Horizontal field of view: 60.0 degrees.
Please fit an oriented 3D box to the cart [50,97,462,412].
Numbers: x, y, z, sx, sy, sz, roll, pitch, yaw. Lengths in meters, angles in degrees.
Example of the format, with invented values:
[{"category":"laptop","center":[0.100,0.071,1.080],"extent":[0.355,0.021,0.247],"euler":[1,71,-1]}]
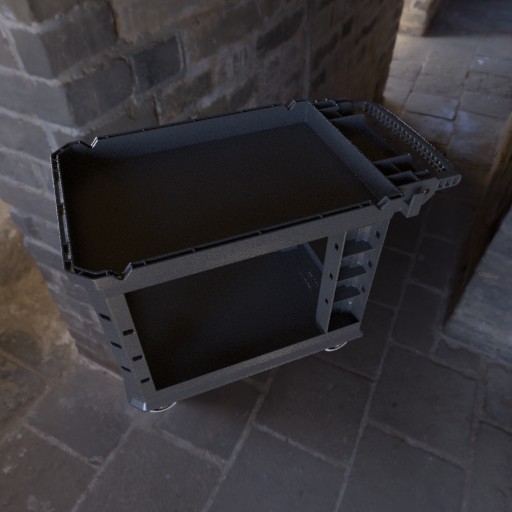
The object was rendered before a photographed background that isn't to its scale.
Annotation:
[{"category":"cart","center":[0.000,0.000,1.751],"extent":[1.239,0.884,0.674],"euler":[-16,48,-15]}]
